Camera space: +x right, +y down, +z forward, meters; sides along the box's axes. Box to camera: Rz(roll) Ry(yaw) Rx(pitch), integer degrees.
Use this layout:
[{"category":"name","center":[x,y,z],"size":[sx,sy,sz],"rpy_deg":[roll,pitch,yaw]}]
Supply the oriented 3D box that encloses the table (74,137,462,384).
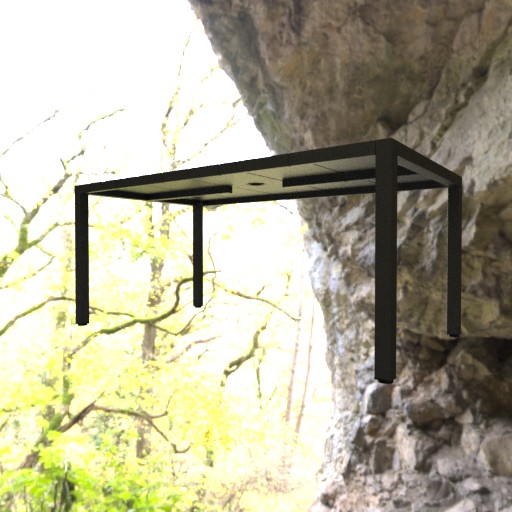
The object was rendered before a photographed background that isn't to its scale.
[{"category":"table","center":[0.000,0.000,2.175],"size":[1.680,0.735,0.914],"rpy_deg":[1,1,37]}]
